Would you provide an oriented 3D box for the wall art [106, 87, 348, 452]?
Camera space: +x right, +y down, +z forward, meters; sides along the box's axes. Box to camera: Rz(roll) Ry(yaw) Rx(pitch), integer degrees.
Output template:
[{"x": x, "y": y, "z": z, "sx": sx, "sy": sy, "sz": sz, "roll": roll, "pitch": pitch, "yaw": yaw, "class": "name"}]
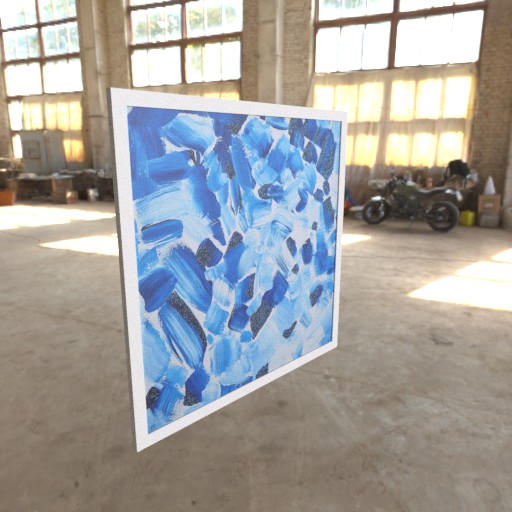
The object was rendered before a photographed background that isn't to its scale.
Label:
[{"x": 0.000, "y": 0.000, "z": 1.004, "sx": 0.015, "sy": 0.660, "sz": 0.660, "roll": 13, "pitch": 19, "yaw": 43, "class": "wall art"}]
